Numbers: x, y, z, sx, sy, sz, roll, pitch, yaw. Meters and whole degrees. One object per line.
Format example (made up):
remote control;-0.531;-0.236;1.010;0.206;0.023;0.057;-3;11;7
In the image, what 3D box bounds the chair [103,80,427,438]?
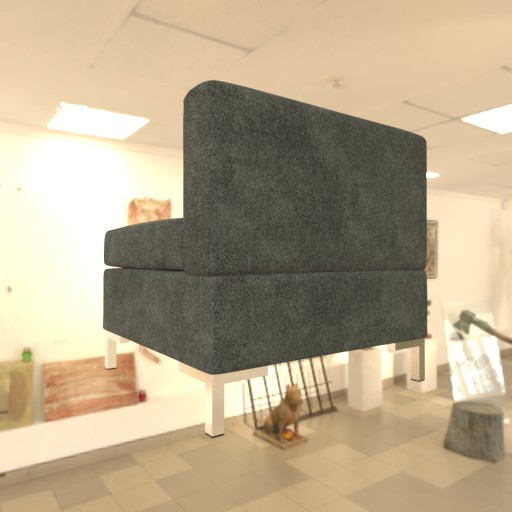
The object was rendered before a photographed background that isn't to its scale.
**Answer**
chair;0.000;0.000;1.250;0.680;0.660;0.680;0;0;-36
